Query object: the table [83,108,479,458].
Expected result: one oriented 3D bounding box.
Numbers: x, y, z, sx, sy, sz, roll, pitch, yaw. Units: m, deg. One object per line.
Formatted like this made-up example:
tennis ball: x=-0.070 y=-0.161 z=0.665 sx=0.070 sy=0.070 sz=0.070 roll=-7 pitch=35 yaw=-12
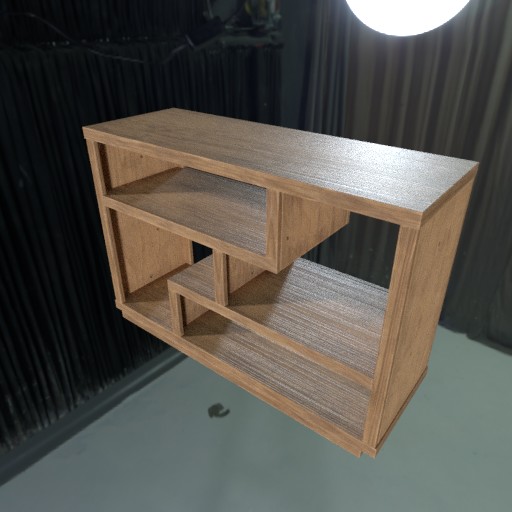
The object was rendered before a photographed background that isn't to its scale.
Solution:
table: x=0.000 y=0.000 z=1.500 sx=1.151 sy=0.771 sz=0.410 roll=21 pitch=35 yaw=32
